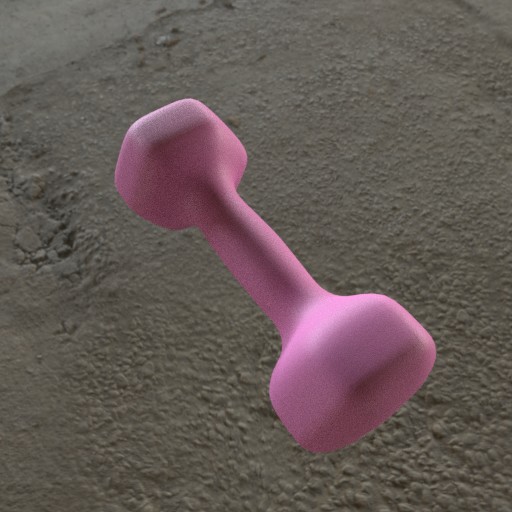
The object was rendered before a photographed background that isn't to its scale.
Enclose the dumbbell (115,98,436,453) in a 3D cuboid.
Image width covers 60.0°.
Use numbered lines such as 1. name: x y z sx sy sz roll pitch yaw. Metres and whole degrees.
1. dumbbell: 0.000 0.000 0.186 0.064 0.058 0.159 -31 63 -17
